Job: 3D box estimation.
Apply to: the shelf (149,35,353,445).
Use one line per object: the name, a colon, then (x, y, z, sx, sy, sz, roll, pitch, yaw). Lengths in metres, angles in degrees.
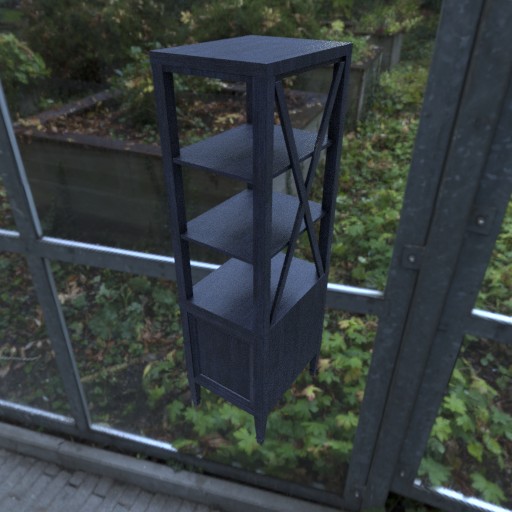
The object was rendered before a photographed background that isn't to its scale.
shelf: (0.000, 0.000, 2.006, 0.472, 1.727, 0.584, 20, 37, 29)
